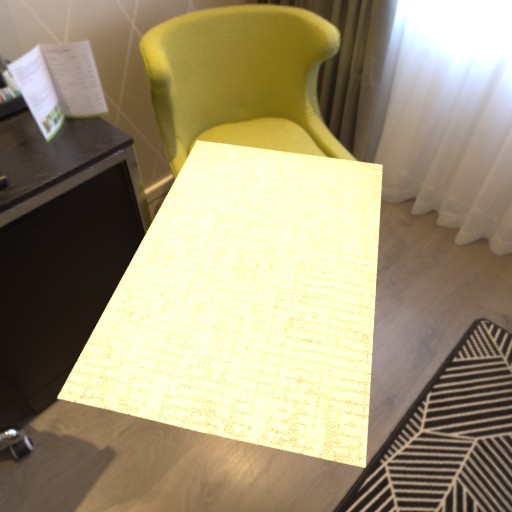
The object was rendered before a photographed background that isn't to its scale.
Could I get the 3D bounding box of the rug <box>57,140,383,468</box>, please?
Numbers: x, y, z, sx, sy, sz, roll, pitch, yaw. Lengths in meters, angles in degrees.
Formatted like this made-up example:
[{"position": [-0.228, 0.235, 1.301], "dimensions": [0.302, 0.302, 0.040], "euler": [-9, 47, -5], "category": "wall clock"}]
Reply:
[{"position": [0.000, 0.000, 2.263], "dimensions": [1.211, 0.007, 1.827], "euler": [10, 49, 8], "category": "rug"}]
